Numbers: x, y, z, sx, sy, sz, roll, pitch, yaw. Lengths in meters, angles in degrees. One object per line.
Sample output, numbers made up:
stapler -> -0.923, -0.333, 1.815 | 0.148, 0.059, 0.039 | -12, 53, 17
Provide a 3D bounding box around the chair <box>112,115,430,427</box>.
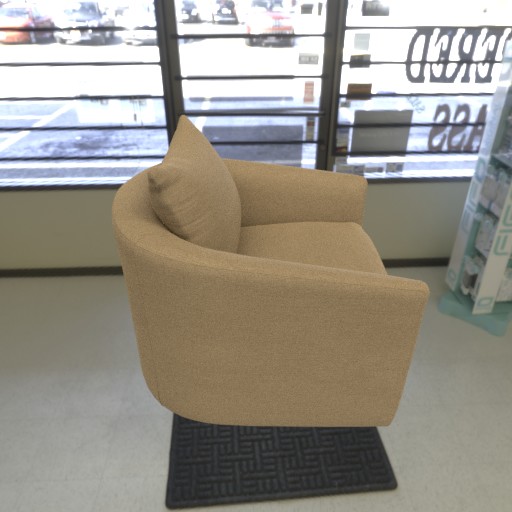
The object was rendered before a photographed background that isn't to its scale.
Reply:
chair -> 0.000, 0.000, 1.564 | 0.910, 0.848, 0.845 | 0, 31, 0
